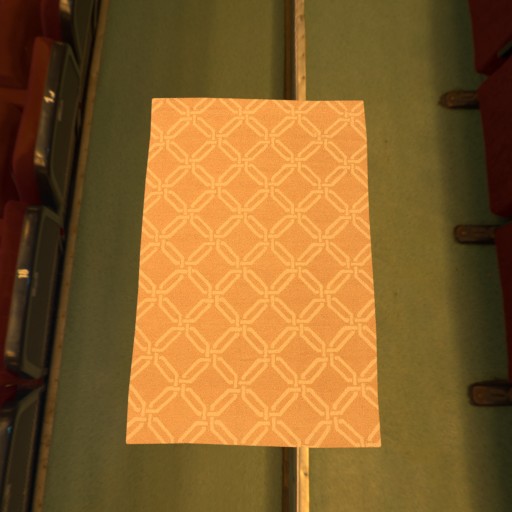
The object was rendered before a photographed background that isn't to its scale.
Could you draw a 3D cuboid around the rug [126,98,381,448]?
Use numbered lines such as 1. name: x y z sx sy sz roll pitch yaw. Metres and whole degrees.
1. rug: 0.000 0.000 2.174 1.146 0.010 1.745 1 76 0
